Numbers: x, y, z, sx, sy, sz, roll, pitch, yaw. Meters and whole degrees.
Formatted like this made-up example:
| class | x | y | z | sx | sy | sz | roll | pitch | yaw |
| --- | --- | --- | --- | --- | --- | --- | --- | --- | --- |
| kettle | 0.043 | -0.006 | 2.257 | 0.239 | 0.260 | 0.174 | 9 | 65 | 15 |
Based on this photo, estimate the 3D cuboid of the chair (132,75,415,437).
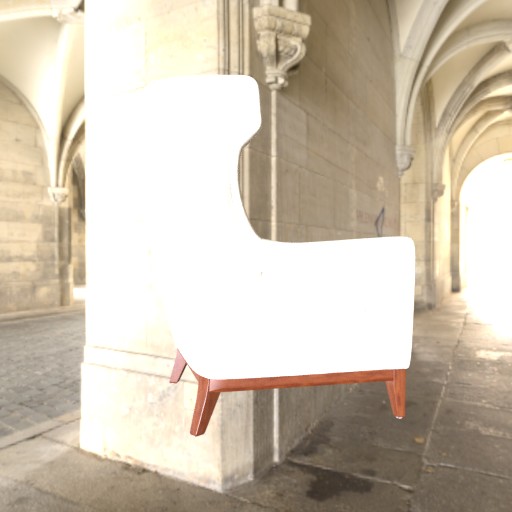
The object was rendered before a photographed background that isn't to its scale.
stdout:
| class | x | y | z | sx | sy | sz | roll | pitch | yaw |
| --- | --- | --- | --- | --- | --- | --- | --- | --- | --- |
| chair | 0.000 | 0.000 | 1.682 | 0.899 | 1.079 | 0.778 | 0 | 1 | -18 |
